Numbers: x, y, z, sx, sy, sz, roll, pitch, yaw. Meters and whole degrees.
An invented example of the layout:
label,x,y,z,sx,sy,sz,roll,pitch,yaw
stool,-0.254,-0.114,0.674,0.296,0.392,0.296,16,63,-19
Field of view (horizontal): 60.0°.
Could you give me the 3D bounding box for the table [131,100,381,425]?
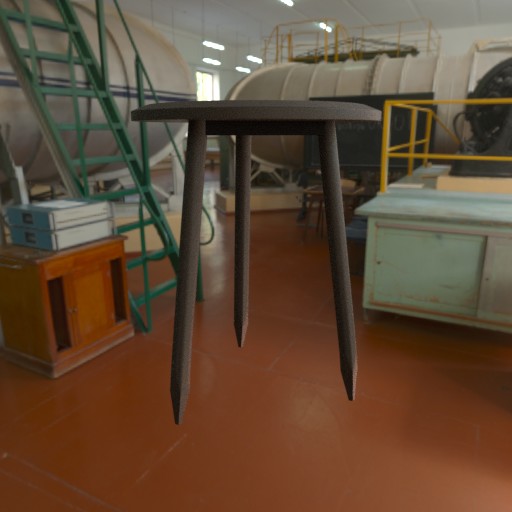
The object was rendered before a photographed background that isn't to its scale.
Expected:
label,x,y,z,sx,sy,sz,roll,pitch,yaw
table,0.000,0.000,0.915,0.457,0.585,0.457,0,16,0
